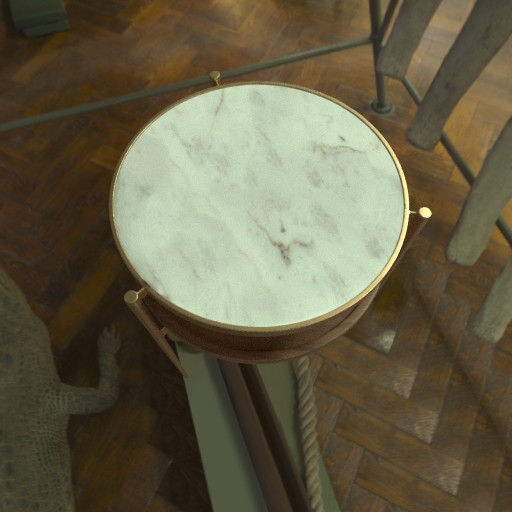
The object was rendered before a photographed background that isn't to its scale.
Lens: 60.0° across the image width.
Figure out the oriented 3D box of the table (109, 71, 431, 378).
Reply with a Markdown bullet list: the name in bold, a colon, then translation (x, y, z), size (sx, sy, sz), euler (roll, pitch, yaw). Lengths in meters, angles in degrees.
- **table**: translation (0.000, 0.000, 0.851), size (0.430, 0.493, 0.456), euler (-16, 65, -8)
